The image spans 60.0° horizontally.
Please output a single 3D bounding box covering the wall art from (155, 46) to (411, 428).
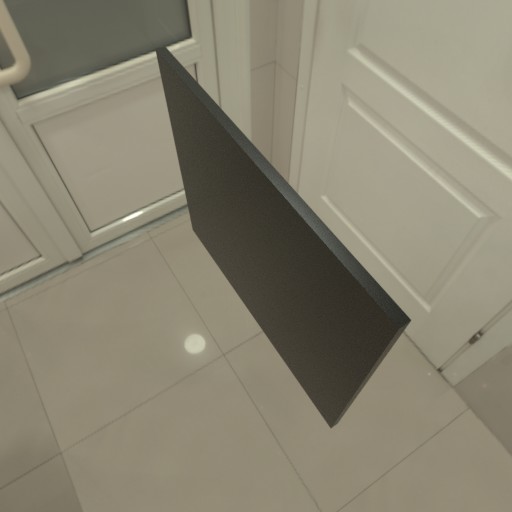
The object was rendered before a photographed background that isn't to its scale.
[{"bbox_3d":[0.000,0.000,0.532,0.012,0.332,0.383,-28,62,-17],"label":"wall art"}]
